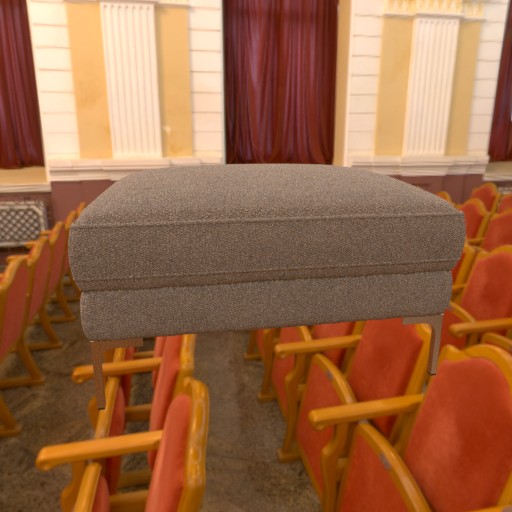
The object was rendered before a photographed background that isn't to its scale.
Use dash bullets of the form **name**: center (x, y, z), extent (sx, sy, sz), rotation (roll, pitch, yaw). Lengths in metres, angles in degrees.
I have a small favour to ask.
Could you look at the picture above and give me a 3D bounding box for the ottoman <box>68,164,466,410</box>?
- **ottoman**: center (0.000, 0.000, 1.152), extent (0.785, 0.464, 0.583), rotation (-3, 15, -10)
